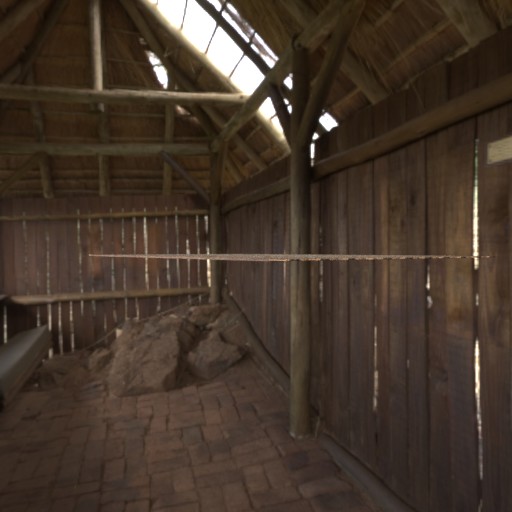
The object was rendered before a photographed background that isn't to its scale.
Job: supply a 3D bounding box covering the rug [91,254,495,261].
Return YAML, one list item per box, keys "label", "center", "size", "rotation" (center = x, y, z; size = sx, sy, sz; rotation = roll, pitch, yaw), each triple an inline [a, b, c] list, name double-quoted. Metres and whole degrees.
- label: "rug"
  center: [0.000, 0.000, 2.988]
  size: [1.516, 0.010, 2.434]
  rotation: [0, 1, -36]
